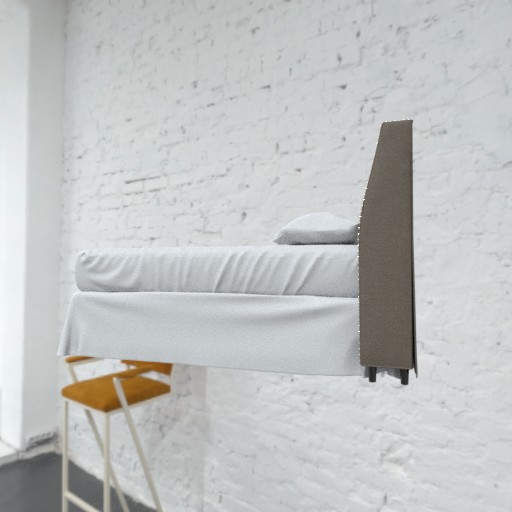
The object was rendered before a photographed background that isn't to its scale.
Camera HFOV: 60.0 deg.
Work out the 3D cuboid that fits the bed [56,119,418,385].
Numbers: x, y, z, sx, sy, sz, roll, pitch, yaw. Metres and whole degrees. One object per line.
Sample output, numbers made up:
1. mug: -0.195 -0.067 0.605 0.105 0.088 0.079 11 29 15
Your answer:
1. bed: 0.000 0.000 3.405 2.276 1.332 1.925 0 -1 19
